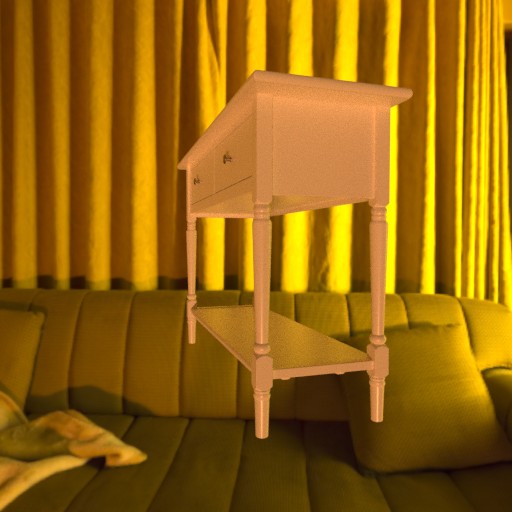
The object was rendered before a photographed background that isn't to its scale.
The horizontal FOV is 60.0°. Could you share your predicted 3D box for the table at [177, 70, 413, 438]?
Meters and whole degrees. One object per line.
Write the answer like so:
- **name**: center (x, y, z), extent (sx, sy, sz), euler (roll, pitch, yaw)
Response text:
- **table**: center (0.000, 0.000, 1.548), extent (0.386, 0.814, 1.191), euler (-1, 2, -18)
